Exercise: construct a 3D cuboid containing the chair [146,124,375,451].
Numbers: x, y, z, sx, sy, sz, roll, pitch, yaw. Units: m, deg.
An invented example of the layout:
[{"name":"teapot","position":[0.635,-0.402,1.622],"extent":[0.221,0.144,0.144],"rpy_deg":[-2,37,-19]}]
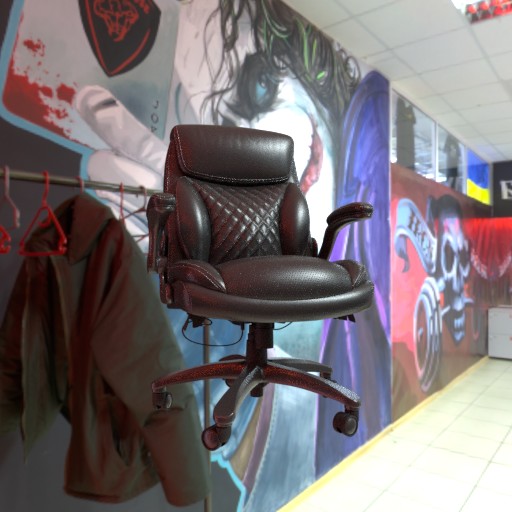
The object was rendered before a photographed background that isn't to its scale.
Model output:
[{"name":"chair","position":[0.000,0.000,1.619],"extent":[0.782,1.110,0.724],"rpy_deg":[0,-1,-18]}]
